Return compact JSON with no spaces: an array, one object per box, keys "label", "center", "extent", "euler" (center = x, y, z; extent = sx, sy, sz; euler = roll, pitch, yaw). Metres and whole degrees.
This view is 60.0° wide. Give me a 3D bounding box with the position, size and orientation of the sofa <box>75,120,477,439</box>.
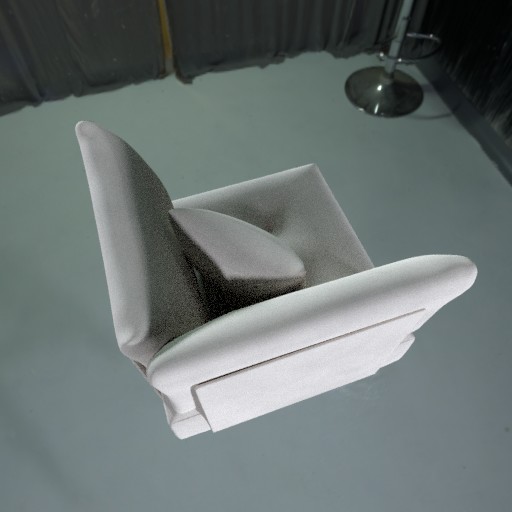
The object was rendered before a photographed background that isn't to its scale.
[{"label":"sofa","center":[0.000,0.000,1.704],"extent":[1.000,0.820,1.000],"euler":[-17,60,-10]}]
